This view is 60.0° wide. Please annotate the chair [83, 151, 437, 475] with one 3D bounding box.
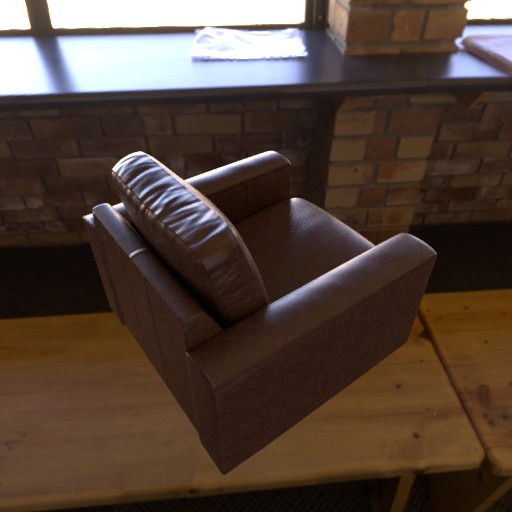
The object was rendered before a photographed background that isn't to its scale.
[{"bbox_3d":[0.000,0.000,1.791,1.016,0.873,1.005,-26,47,-27],"label":"chair"}]
